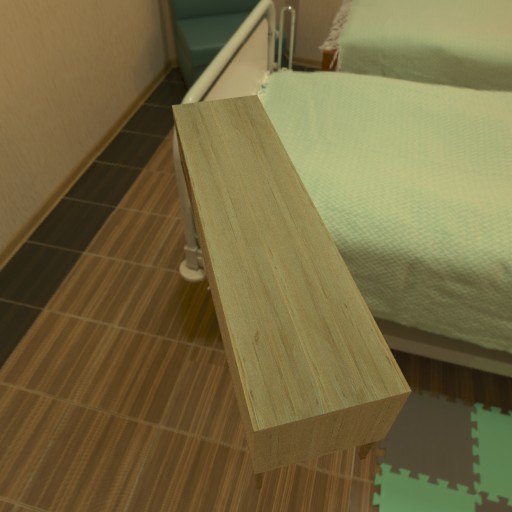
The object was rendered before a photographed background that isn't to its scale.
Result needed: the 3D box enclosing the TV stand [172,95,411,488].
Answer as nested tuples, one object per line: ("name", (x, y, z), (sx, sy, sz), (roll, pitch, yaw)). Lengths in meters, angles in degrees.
("TV stand", (0.000, 0.000, 1.834), (0.420, 0.550, 1.600), (-11, 49, -10))
